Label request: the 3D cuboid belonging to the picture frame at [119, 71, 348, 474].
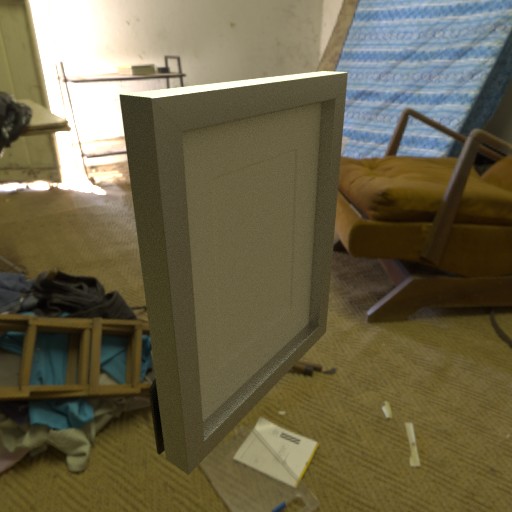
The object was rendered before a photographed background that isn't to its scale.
[{"bbox_3d":[0.000,0.000,0.382,0.036,0.282,0.233,17,31,31],"label":"picture frame"}]
